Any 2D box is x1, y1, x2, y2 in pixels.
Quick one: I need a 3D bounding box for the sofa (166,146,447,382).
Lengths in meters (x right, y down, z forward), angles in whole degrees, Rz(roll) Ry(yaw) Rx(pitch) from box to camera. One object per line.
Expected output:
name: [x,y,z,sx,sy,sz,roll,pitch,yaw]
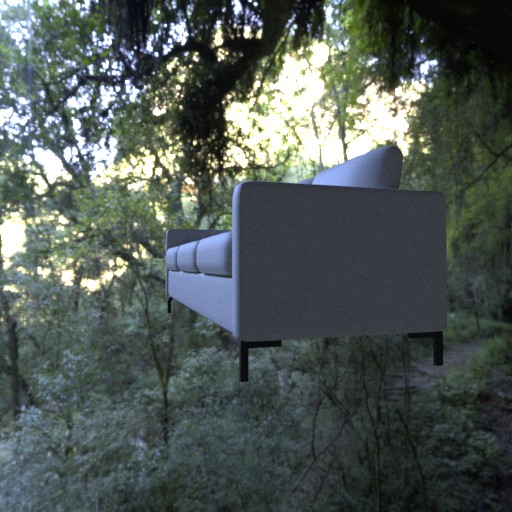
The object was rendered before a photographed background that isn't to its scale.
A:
sofa: [0.000,0.000,2.624,0.859,0.874,2.218,0,-1,-18]
